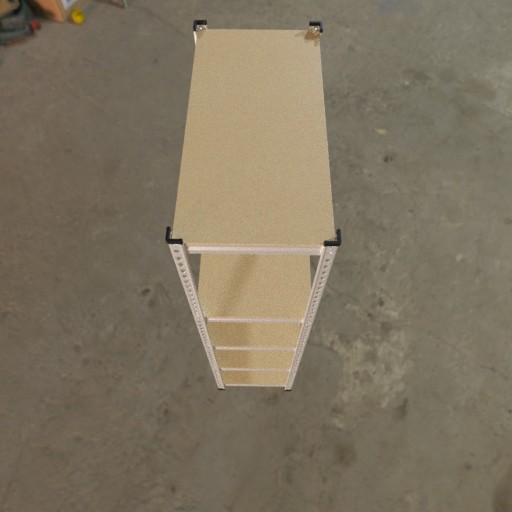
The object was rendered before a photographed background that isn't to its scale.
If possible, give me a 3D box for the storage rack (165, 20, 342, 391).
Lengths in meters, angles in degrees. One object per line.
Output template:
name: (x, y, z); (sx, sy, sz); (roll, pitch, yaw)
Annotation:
storage rack: (0.000, 0.000, 2.161); (0.457, 1.829, 0.914); (1, 62, 0)
